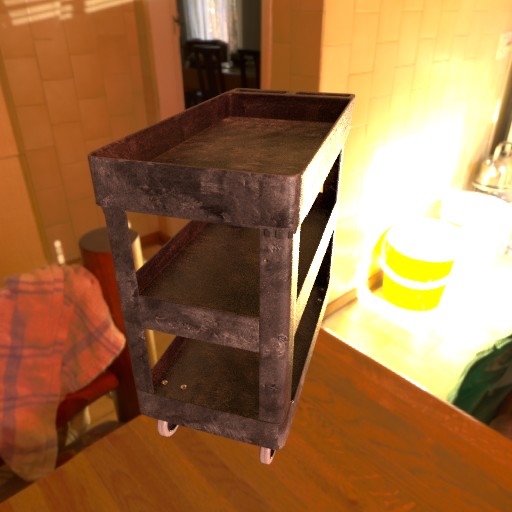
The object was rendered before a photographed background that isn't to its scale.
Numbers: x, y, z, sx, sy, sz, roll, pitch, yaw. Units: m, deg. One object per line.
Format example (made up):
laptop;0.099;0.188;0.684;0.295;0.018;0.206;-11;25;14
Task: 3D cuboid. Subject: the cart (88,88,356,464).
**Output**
cart;0.000;0.000;1.340;0.420;0.824;0.877;9;30;15
